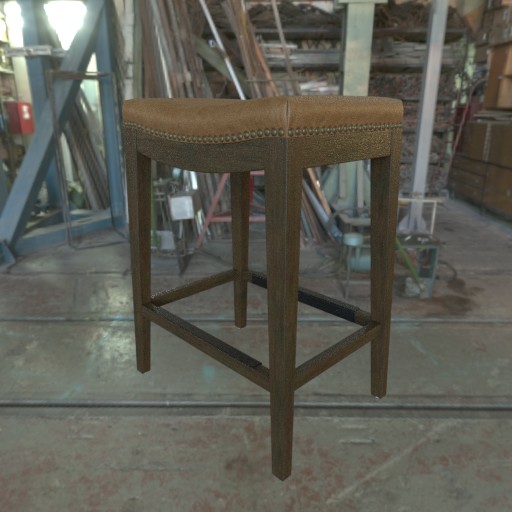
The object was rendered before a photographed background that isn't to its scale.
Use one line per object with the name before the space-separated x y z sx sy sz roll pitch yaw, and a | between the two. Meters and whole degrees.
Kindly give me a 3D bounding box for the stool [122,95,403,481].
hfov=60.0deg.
stool | 0.000 0.000 0.977 0.361 0.660 0.500 -18 26 -42
